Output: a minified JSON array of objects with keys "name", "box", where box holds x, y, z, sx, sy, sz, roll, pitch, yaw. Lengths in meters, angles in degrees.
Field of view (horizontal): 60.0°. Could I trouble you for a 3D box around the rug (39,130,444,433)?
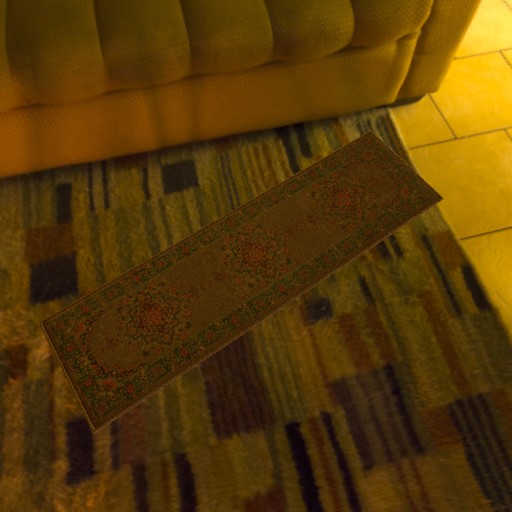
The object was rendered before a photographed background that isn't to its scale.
[{"name":"rug","box":[0.000,0.000,2.477,2.297,0.019,0.659,-32,67,-15]}]
